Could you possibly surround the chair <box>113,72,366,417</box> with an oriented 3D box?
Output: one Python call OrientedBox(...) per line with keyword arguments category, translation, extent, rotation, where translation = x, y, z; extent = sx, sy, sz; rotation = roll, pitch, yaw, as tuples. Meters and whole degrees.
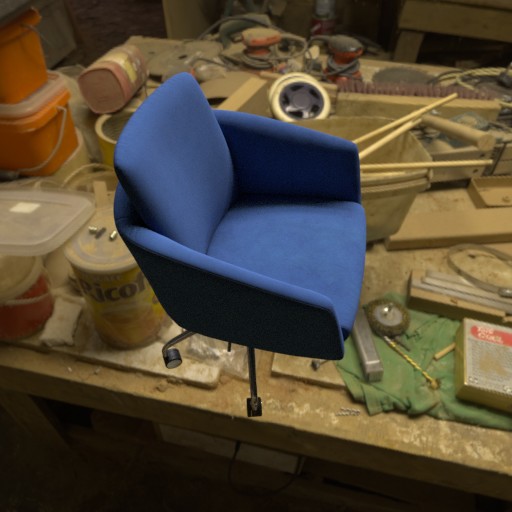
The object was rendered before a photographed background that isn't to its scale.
OrientedBox(category="chair", translation=(0.000, 0.000, 1.340), extent=(0.635, 0.908, 0.641), rotation=(10, 48, 9))
